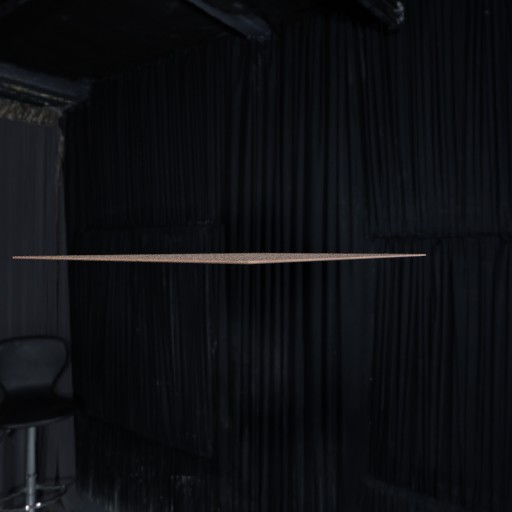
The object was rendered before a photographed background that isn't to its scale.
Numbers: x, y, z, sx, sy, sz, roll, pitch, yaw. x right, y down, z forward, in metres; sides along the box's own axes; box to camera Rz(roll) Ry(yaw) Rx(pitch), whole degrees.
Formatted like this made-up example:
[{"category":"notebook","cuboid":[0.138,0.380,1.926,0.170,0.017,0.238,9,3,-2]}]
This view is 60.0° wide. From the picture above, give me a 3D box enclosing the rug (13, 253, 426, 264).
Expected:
[{"category":"rug","cuboid":[0.000,0.000,2.821,1.524,0.011,2.286,1,1,35]}]
